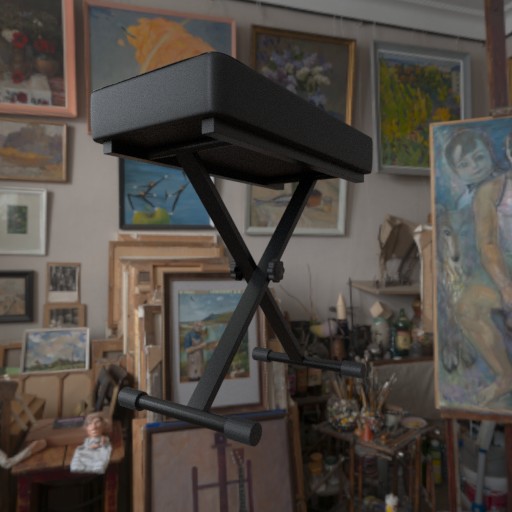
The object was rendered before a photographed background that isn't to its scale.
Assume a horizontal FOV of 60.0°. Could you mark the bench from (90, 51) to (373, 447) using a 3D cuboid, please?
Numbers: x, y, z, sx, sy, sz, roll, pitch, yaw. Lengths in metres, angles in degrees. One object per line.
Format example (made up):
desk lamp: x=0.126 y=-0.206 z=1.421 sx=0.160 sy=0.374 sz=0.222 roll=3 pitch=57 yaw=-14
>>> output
bench: x=0.000 y=0.000 z=0.920 sx=0.300 sy=0.561 sz=0.600 roll=0 pitch=1 yaw=35
